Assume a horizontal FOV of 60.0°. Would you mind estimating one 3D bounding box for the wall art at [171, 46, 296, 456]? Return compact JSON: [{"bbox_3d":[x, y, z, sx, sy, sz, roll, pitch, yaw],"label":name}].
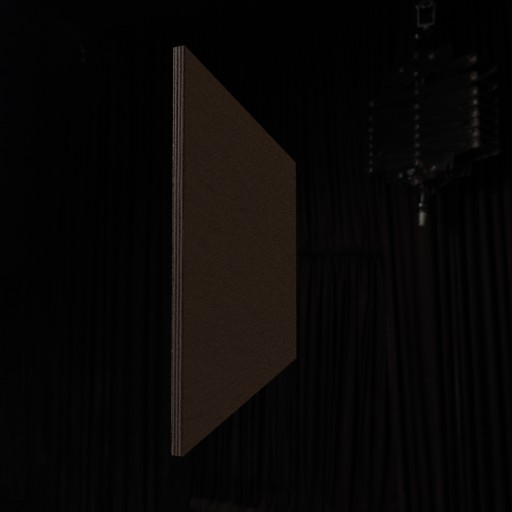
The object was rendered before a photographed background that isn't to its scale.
[{"bbox_3d":[0.000,0.000,0.681,0.013,0.406,0.508,-1,-2,18],"label":"wall art"}]
